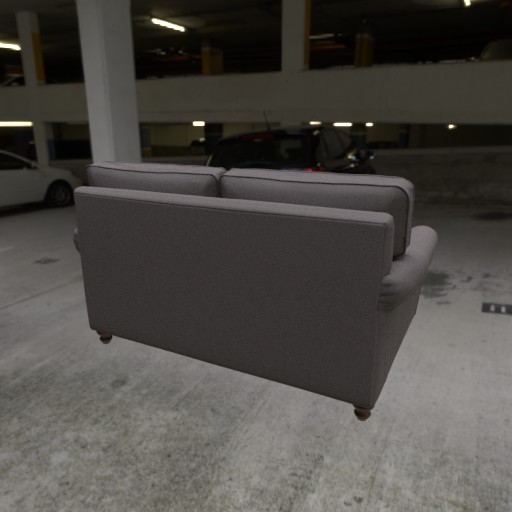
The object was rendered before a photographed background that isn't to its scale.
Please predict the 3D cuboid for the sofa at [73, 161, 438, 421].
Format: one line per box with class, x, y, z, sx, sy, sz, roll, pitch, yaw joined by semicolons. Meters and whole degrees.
sofa;0.000;0.000;2.254;1.665;0.937;0.964;9;19;26
